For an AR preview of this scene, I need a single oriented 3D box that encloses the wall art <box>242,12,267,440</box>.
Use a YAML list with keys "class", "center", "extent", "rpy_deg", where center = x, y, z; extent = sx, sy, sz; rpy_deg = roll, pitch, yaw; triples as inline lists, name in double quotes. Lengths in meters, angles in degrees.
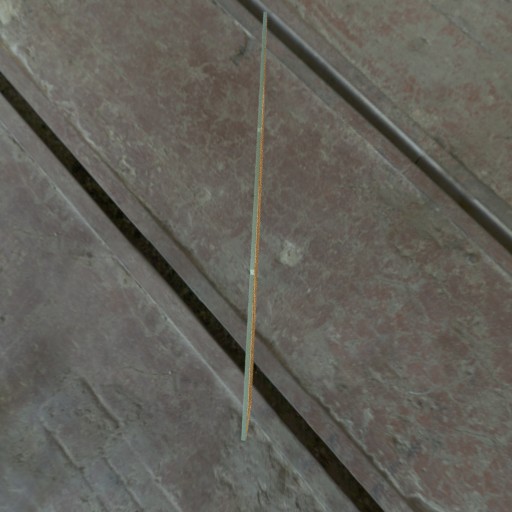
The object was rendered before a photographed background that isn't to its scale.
- class: "wall art"
  center: [0.000, 0.000, 2.225]
  extent: [0.013, 1.523, 1.517]
  rpy_deg: [3, 75, 1]
